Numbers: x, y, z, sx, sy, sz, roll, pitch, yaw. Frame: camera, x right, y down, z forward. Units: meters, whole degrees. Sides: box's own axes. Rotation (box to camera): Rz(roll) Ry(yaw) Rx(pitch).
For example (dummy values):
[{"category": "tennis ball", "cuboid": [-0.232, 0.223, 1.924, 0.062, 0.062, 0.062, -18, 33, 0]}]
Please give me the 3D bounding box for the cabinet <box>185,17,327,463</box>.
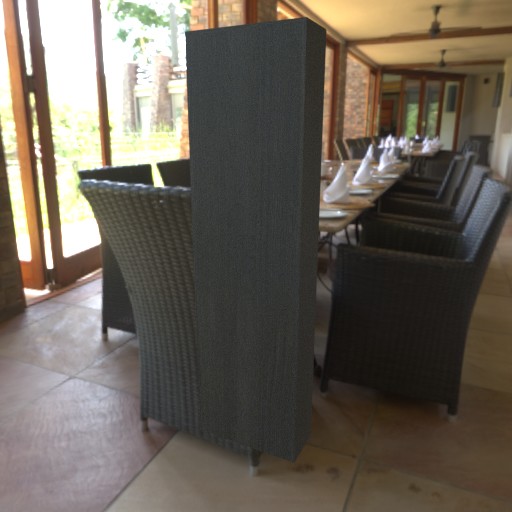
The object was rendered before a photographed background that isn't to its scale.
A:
[{"category": "cabinet", "cuboid": [0.000, 0.000, 1.939, 0.500, 1.790, 0.230, 8, 17, 26]}]
